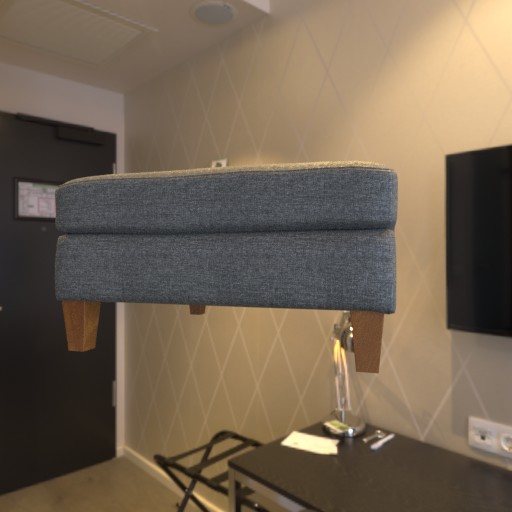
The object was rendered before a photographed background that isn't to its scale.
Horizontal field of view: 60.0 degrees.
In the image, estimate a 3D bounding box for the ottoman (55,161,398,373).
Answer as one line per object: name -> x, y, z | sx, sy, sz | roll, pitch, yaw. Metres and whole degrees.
ottoman -> 0.000, 0.000, 1.387 | 0.838, 0.481, 0.838 | 0, 0, 17
